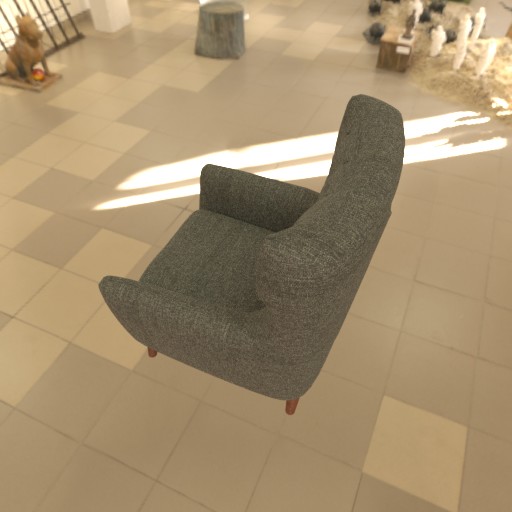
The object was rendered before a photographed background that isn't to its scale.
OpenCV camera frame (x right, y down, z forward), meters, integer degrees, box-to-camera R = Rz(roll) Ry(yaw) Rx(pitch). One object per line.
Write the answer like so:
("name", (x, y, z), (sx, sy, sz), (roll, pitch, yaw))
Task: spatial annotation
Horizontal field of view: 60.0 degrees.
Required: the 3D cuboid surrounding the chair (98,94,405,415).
("chair", (0.000, 0.000, 1.748), (0.904, 1.063, 0.878), (18, 49, 16))
